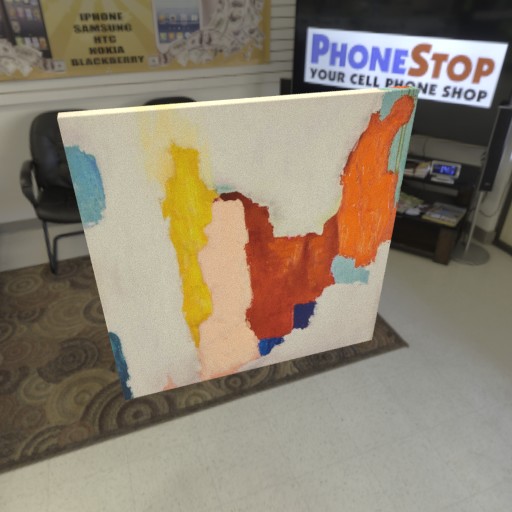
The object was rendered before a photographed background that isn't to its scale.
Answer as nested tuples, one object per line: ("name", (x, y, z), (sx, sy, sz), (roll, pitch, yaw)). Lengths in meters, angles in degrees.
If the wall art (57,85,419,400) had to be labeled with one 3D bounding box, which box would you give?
("wall art", (0.000, 0.000, 1.189), (0.814, 0.814, 0.037), (-10, 34, -15))
